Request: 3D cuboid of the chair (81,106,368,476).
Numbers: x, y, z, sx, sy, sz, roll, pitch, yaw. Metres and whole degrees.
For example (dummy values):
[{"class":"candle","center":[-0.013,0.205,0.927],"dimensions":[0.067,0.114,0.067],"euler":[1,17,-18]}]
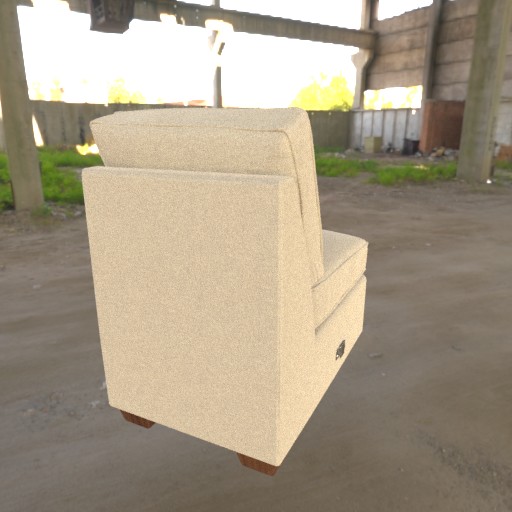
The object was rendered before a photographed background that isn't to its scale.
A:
[{"class":"chair","center":[0.000,0.000,1.561],"dimensions":[0.621,0.970,0.938],"euler":[8,18,26]}]
